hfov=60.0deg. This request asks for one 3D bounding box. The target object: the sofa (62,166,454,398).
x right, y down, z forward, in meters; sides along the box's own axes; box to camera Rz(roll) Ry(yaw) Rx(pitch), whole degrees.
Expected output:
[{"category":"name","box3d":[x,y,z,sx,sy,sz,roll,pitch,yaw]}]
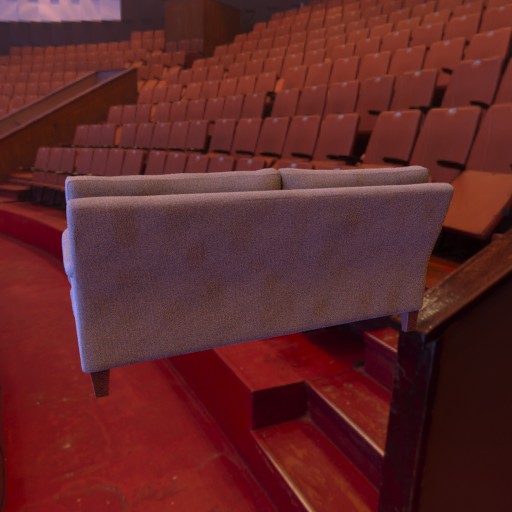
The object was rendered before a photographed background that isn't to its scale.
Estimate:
[{"category":"sofa","box3d":[0.000,0.000,2.760,2.193,1.096,1.069,-6,15,-24]}]
